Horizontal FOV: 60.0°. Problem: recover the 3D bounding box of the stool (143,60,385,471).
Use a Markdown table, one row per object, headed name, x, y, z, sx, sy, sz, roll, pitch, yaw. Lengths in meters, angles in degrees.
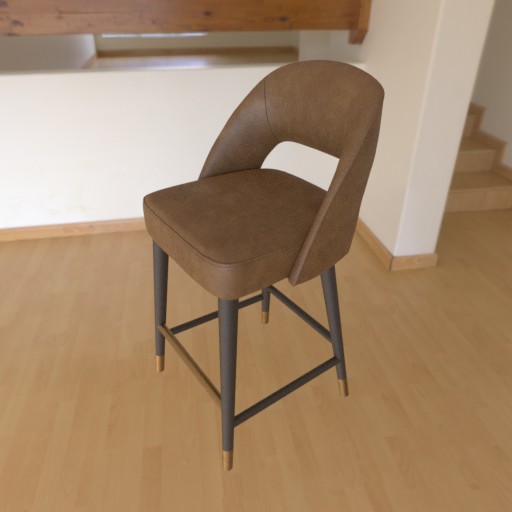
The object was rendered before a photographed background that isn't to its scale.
| name | x | y | z | sx | sy | sz | roll | pitch | yaw |
| --- | --- | --- | --- | --- | --- | --- | --- | --- | --- |
| stool | 0.000 | 0.000 | 1.205 | 0.509 | 0.940 | 0.494 | -20 | 37 | -29 |
